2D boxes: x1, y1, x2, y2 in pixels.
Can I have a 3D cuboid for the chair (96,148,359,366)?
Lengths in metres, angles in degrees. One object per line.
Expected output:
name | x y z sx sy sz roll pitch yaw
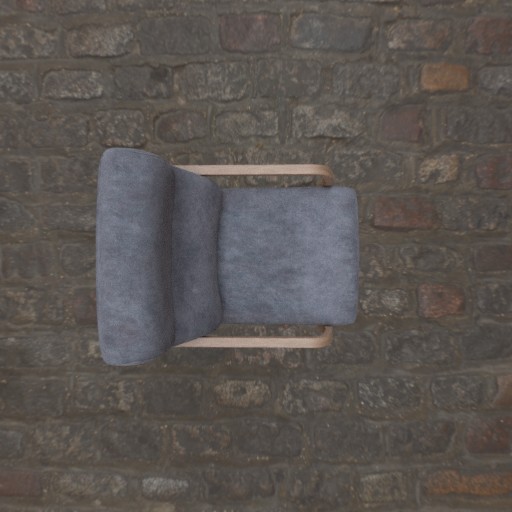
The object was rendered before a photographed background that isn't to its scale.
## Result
chair | 0.000 0.000 1.486 0.741 1.029 0.640 0 90 0
